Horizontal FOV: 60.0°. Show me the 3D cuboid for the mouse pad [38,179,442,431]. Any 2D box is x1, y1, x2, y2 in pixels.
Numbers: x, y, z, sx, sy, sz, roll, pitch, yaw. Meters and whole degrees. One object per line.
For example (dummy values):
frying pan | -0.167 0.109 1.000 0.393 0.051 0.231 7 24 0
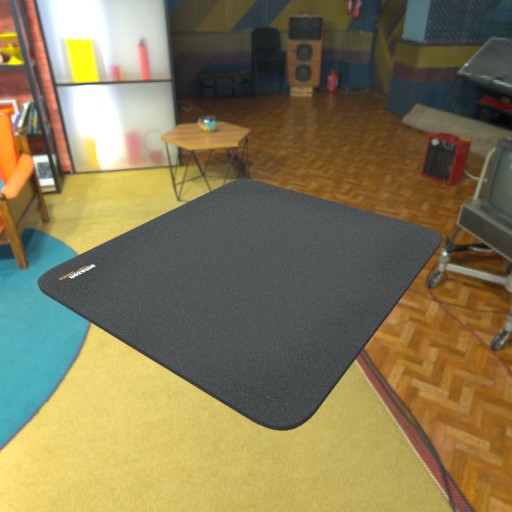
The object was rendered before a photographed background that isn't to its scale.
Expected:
mouse pad | 0.000 0.000 0.316 0.203 0.003 0.229 21 37 30
